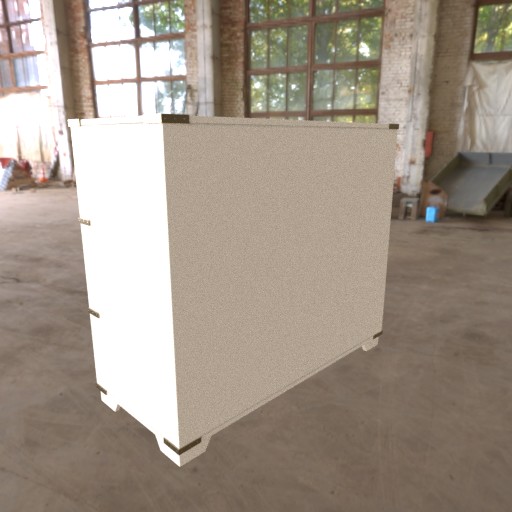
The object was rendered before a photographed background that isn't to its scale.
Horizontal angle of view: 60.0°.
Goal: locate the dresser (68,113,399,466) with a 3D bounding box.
[{"bbox_3d":[0.000,0.000,1.540,0.460,0.891,1.022,14,21,43],"label":"dresser"}]
